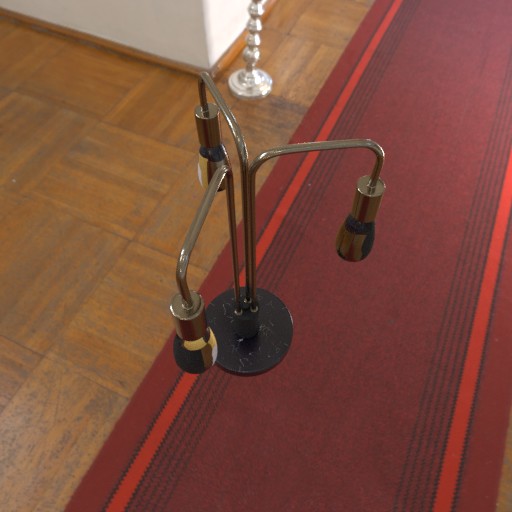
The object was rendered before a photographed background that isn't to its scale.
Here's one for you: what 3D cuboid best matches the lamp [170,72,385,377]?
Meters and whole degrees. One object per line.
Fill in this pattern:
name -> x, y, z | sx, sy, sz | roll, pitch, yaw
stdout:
lamp -> 0.000, 0.000, 0.777 | 0.355, 0.560, 0.368 | -17, 59, -11
